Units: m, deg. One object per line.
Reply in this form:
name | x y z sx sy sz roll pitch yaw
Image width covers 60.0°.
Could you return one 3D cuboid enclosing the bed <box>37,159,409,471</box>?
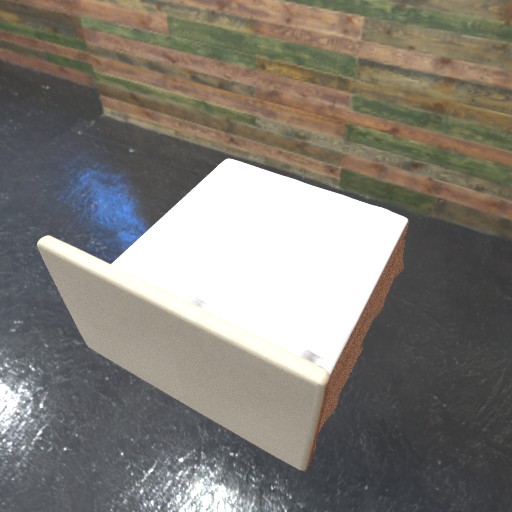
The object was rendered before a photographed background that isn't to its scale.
bed | 0.000 0.000 3.657 2.119 1.317 2.319 22 50 20
